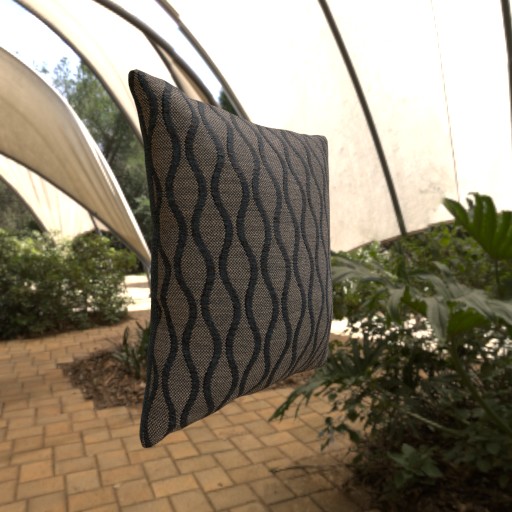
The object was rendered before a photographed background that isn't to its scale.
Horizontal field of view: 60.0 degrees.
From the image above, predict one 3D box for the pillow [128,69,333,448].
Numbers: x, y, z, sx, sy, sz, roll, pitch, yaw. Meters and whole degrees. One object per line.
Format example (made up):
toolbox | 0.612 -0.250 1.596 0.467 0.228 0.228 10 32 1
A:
pillow | 0.000 0.000 0.662 0.159 0.435 0.435 2 3 37
